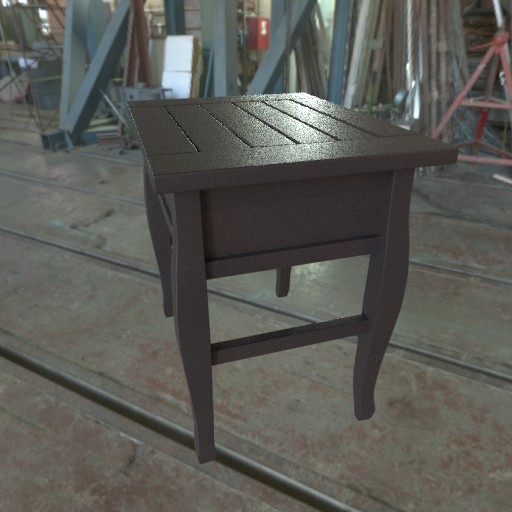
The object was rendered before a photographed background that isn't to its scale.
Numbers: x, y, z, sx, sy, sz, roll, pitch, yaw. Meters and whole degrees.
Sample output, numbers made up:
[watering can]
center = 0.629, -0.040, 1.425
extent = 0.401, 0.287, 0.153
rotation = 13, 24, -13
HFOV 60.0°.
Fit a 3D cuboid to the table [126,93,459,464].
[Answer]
[table]
center = 0.000, 0.000, 1.006
extent = 0.460, 0.605, 0.602
rotation = -8, 29, -15
